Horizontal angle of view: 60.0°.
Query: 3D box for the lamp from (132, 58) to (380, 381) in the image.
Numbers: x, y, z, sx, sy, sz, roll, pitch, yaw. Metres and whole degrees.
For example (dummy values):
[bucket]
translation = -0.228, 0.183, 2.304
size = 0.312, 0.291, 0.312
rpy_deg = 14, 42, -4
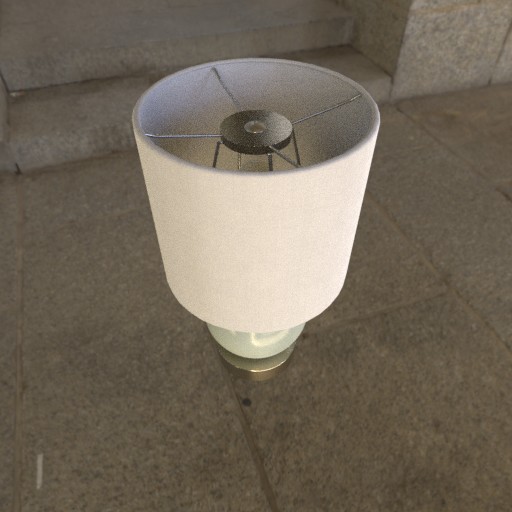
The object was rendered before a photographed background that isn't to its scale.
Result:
[lamp]
translation = 0.000, 0.000, 0.489
size = 0.201, 0.353, 0.201
rpy_deg = 31, 53, 27
